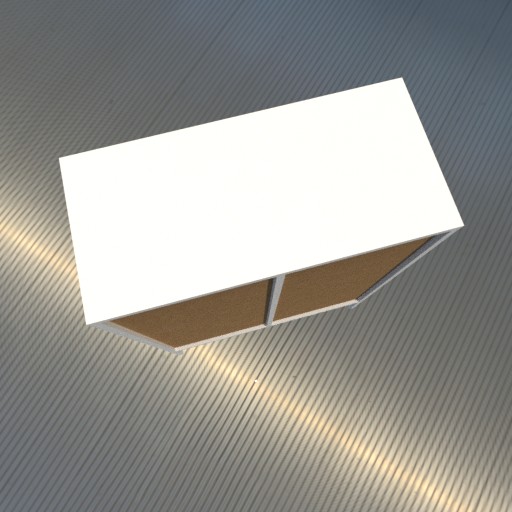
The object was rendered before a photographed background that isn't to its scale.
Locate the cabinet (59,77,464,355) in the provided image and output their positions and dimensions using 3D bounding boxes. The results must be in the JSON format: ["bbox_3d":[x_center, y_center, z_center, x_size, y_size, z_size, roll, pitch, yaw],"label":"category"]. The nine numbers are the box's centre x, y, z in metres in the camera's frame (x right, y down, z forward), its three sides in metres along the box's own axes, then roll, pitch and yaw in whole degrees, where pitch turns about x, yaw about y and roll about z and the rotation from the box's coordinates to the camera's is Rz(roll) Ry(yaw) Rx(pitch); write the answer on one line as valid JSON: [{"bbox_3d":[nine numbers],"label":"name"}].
[{"bbox_3d":[0.000,0.000,1.108,0.600,0.815,0.296,-14,75,-4],"label":"cabinet"}]
